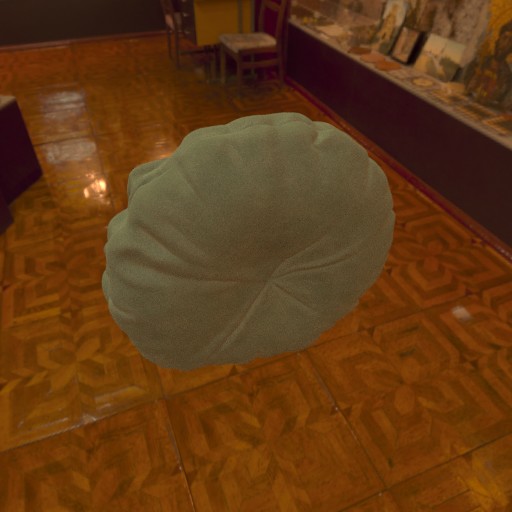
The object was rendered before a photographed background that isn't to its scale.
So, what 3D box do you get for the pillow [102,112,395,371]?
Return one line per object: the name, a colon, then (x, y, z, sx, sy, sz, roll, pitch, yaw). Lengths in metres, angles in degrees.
pillow: (0.000, 0.000, 0.632, 0.428, 0.407, 0.148, -13, 43, -15)
